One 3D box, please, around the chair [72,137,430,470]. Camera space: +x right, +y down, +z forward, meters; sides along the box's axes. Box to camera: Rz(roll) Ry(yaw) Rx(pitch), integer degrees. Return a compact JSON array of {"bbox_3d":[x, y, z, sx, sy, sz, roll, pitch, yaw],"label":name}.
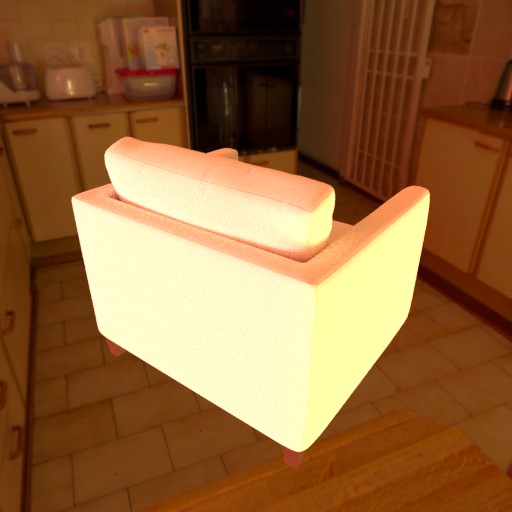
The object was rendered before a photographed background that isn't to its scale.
[{"bbox_3d":[0.000,0.000,1.700,1.019,0.885,0.878,19,34,32],"label":"chair"}]
